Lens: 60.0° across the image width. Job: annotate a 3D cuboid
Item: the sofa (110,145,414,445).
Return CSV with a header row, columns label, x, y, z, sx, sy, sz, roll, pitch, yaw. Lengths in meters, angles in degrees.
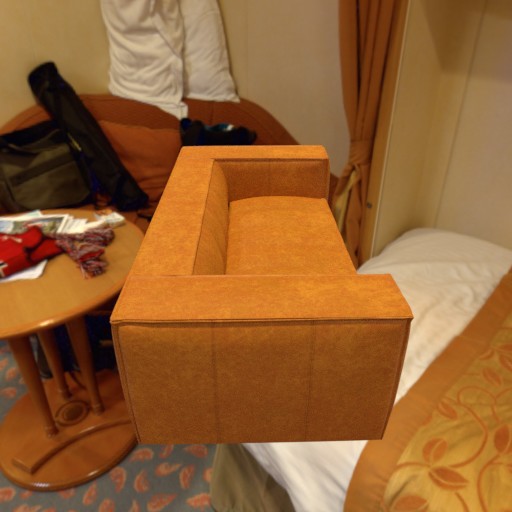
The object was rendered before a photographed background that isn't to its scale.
label,x,y,z,sx,sy,sz,roll,pitch,yaw
sofa,0.000,0.000,2.540,1.102,0.703,2.088,-1,30,-1
